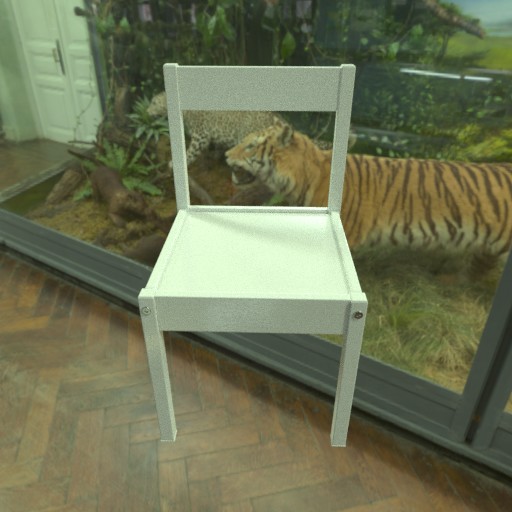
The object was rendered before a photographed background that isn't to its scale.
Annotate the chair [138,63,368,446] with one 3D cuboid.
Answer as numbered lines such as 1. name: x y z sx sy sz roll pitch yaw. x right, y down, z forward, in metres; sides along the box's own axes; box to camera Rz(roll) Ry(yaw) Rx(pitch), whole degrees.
1. chair: 0.000 0.000 0.674 0.285 0.505 0.285 1 31 2
